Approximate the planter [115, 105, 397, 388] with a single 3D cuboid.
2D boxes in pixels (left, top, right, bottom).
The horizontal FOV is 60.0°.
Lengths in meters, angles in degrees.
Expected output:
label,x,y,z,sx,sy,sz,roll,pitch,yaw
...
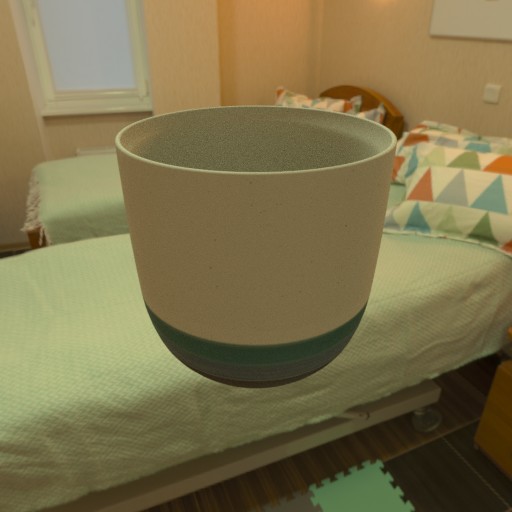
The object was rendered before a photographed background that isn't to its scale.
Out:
label,x,y,z,sx,sy,sz,roll,pitch,yaw
planter,0.000,0.000,0.382,0.204,0.214,0.204,0,29,0
